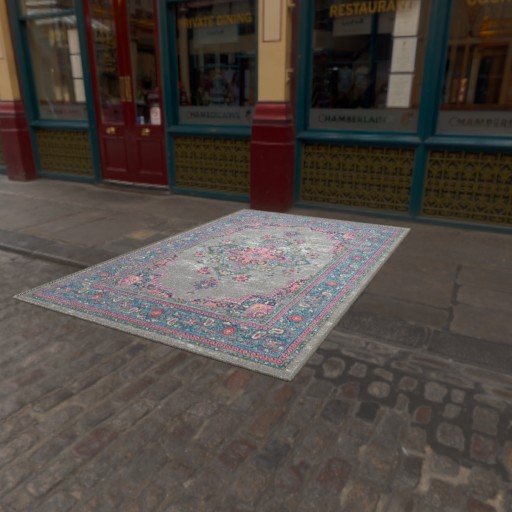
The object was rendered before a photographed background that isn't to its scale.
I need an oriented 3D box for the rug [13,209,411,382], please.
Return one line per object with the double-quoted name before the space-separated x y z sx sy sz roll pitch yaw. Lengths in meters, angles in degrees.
"rug" 0.000 0.000 2.133 1.144 0.014 1.748 10 21 27
